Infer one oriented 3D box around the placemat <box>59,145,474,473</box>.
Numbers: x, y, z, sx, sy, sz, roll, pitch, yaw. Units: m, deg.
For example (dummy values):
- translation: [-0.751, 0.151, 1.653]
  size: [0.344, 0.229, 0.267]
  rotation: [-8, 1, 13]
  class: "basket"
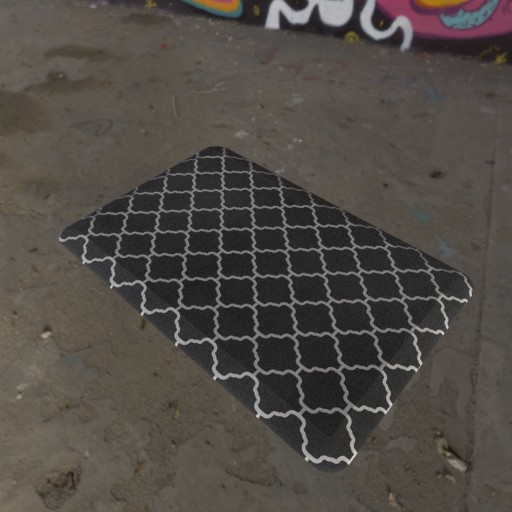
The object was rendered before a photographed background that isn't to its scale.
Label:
- translation: [0.000, 0.000, 0.934]
  size: [0.762, 0.021, 0.508]
  rotation: [33, 55, 27]
  class: "placemat"
